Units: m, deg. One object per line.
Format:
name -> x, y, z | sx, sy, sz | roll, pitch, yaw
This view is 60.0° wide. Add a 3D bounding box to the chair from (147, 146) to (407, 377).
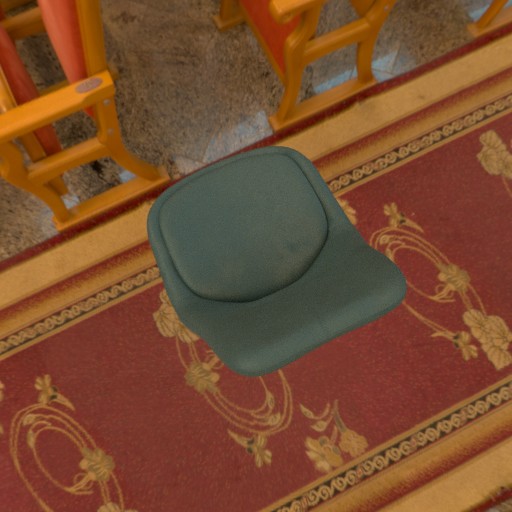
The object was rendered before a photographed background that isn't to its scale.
chair -> 0.000, 0.000, 1.163 | 0.483, 0.865, 0.547 | -25, 77, -6
